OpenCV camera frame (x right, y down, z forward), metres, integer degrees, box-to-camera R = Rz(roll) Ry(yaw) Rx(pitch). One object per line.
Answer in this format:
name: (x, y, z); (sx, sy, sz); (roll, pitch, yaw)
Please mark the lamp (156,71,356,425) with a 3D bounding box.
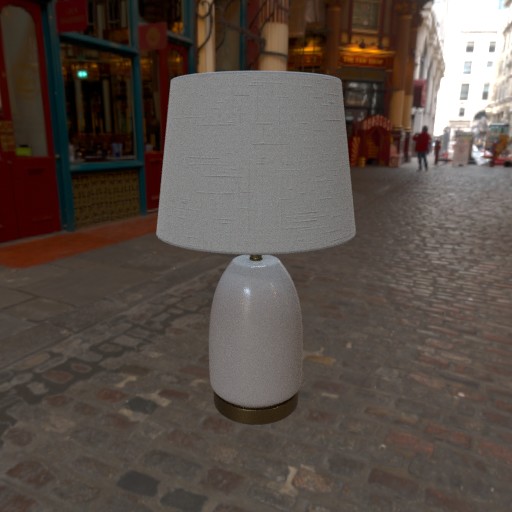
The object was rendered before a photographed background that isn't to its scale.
lamp: (0.000, 0.000, 0.659); (0.285, 0.483, 0.285); (0, 15, 0)
